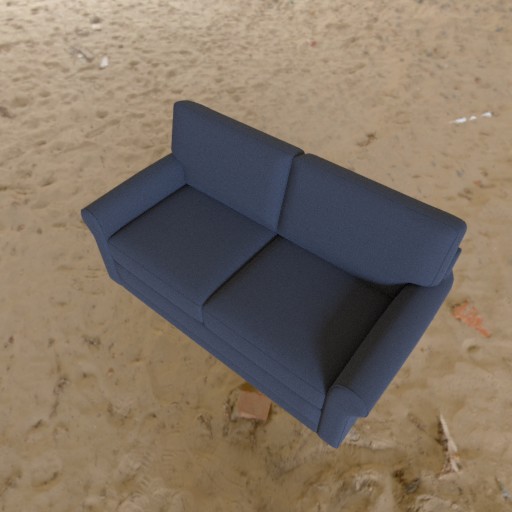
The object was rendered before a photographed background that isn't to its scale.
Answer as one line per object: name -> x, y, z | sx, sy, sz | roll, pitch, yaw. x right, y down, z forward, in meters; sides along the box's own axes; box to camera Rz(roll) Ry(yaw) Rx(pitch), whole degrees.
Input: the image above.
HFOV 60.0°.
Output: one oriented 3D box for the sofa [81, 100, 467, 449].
sofa -> 0.000, 0.000, 2.511 | 1.930, 1.020, 0.940 | 31, 54, 25
